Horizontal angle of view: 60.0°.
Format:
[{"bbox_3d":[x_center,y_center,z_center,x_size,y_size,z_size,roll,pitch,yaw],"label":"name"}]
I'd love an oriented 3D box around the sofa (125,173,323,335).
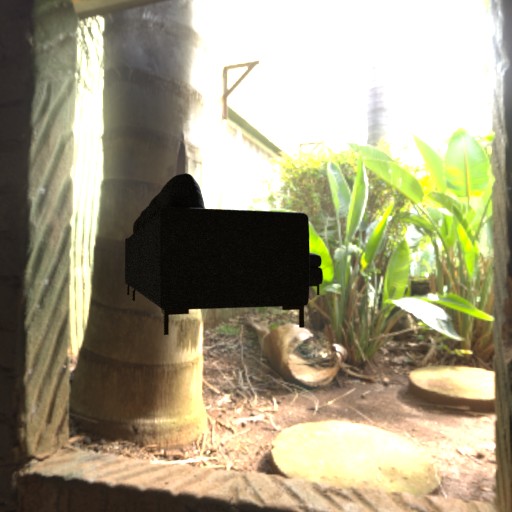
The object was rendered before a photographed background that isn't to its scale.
[{"bbox_3d":[0.000,0.000,3.810,2.007,0.815,2.949,0,-1,-20],"label":"sofa"}]
